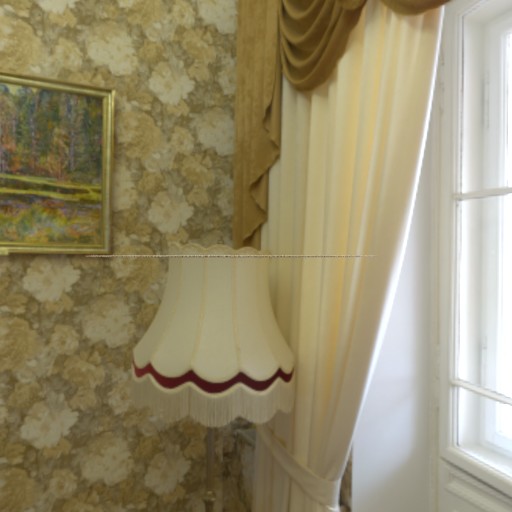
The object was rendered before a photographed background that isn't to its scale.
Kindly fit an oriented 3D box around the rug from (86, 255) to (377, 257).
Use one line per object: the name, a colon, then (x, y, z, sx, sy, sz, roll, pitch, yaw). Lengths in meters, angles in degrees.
rug: (0.000, 0.000, 2.942, 1.520, 0.006, 2.432, 0, 0, 18)
